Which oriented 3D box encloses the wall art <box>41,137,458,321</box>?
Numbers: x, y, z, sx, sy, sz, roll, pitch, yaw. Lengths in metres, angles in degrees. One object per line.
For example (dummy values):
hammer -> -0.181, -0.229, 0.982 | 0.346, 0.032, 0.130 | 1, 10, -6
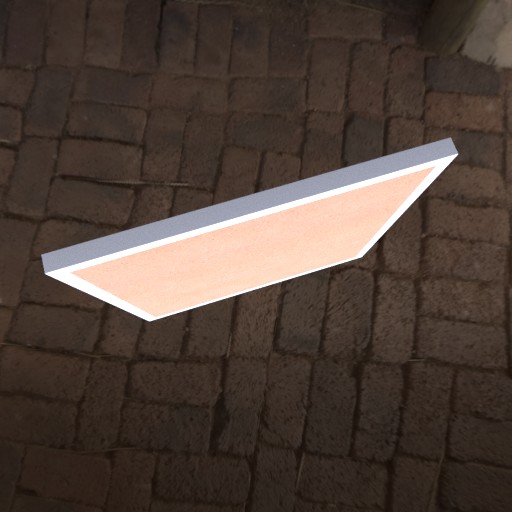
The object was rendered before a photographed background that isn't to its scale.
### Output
wall art -> 0.000, 0.000, 1.152 | 0.760, 0.760, 0.036 | -17, 76, -4
